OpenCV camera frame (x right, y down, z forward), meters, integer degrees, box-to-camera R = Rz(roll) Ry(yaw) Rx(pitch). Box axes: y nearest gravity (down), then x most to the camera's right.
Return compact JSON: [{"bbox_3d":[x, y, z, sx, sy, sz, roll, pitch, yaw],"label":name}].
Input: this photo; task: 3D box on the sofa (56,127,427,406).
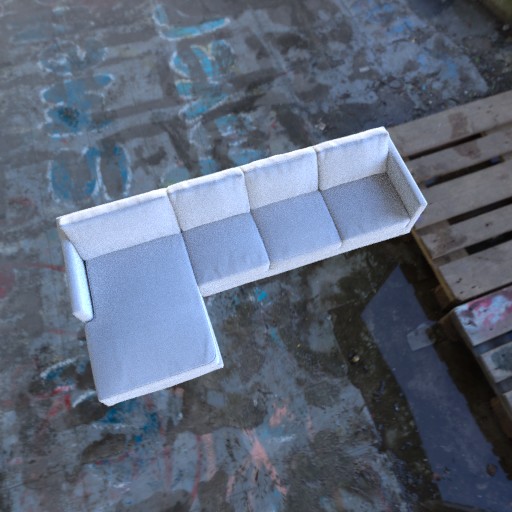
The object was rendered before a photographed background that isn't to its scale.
[{"bbox_3d":[0.000,0.000,4.002,3.186,0.861,1.625,-17,67,-8],"label":"sofa"}]
